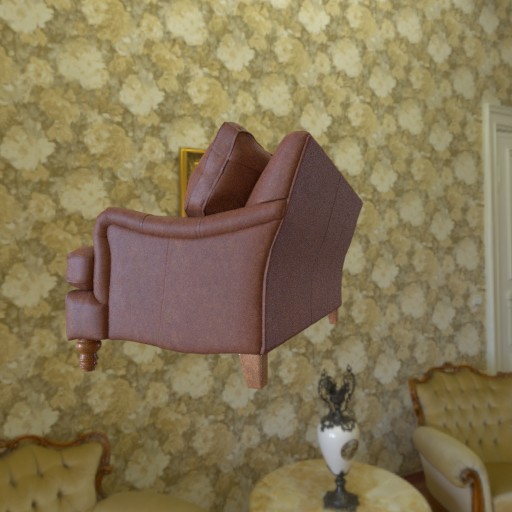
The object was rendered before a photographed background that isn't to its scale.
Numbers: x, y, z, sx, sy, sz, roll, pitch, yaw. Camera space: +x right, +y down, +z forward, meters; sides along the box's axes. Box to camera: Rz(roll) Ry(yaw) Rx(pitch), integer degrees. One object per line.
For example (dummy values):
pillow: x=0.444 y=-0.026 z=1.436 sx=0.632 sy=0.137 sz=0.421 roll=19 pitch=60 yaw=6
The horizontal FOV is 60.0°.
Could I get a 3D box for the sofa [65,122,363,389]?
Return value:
sofa: x=0.000 y=0.000 z=2.800 sx=1.147 sy=1.071 sz=2.144 roll=0 pitch=-1 yaw=19
